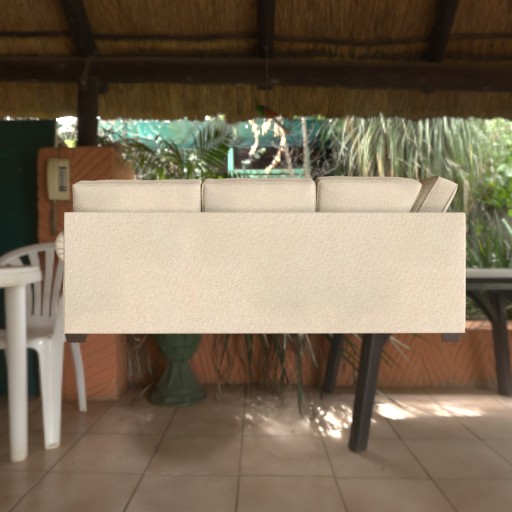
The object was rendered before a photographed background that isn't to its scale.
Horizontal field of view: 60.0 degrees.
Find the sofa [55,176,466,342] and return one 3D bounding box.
[{"bbox_3d":[0.000,0.000,3.948,2.569,1.054,2.487,0,0,-1],"label":"sofa"}]
